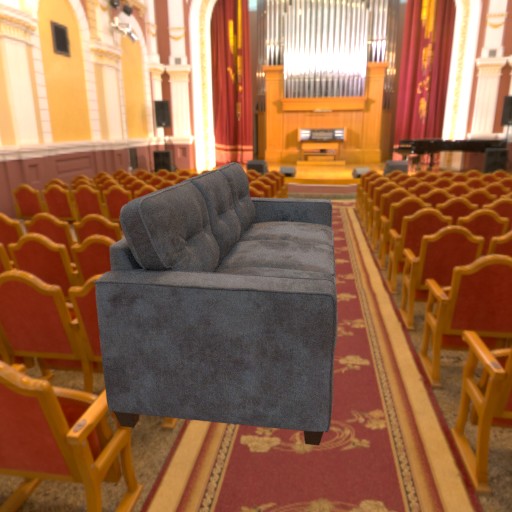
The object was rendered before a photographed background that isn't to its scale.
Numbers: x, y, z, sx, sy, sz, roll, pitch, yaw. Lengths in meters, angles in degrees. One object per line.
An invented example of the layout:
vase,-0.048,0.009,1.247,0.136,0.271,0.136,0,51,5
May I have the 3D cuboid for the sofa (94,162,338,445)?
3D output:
sofa,0.000,0.000,2.649,0.939,0.965,2.133,3,16,9
